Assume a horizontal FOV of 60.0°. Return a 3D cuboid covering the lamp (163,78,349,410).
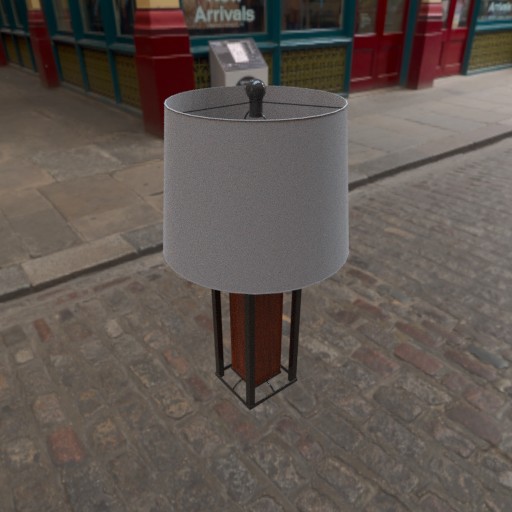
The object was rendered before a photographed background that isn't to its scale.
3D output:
[{"bbox_3d":[0.000,0.000,0.788,0.320,0.591,0.320,0,30,0],"label":"lamp"}]
